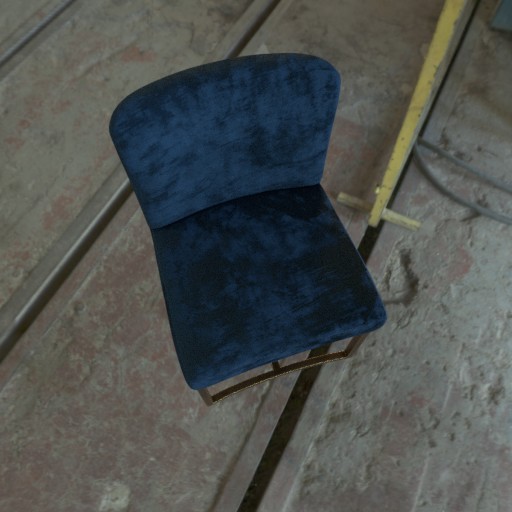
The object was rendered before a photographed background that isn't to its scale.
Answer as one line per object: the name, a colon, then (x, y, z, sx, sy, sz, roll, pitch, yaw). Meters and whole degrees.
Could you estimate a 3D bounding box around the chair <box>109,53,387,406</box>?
chair: (0.000, 0.000, 1.178, 0.530, 0.824, 0.560, -17, 64, -8)
